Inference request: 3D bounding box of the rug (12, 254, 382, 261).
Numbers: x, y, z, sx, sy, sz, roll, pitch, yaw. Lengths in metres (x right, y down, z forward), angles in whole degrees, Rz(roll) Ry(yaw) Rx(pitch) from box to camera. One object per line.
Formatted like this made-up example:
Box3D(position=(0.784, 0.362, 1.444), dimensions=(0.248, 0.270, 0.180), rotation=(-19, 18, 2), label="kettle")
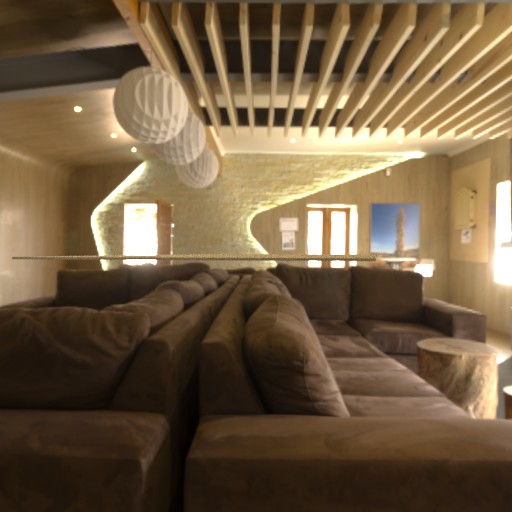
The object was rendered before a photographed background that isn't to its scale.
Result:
Box3D(position=(0.000, 0.000, 2.119), dimensions=(1.143, 0.008, 1.753), rotation=(0, 1, 16), label="rug")
